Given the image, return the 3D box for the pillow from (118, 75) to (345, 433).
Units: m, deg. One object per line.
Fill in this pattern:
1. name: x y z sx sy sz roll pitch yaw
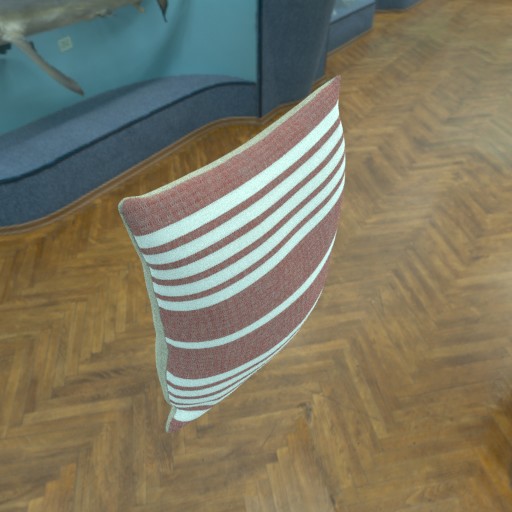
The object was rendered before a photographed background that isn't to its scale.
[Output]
1. pillow: 0.000 0.000 0.669 0.182 0.427 0.439 26 48 26
